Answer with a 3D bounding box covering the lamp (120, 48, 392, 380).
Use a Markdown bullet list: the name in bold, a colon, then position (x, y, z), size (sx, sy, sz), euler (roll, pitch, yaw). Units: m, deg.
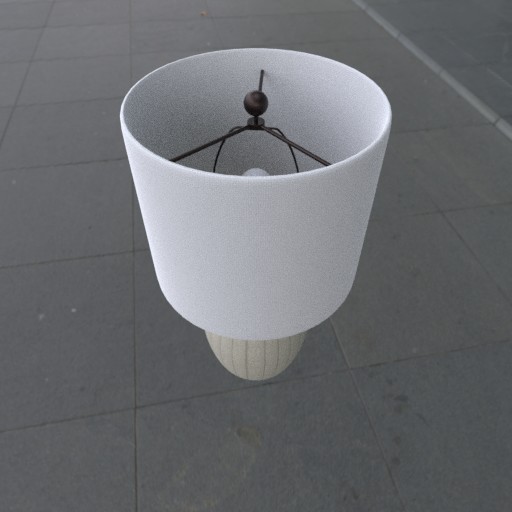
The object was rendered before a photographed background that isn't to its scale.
- **lamp**: position (0.000, 0.000, 0.740), size (0.329, 0.570, 0.329), euler (3, 46, 2)
